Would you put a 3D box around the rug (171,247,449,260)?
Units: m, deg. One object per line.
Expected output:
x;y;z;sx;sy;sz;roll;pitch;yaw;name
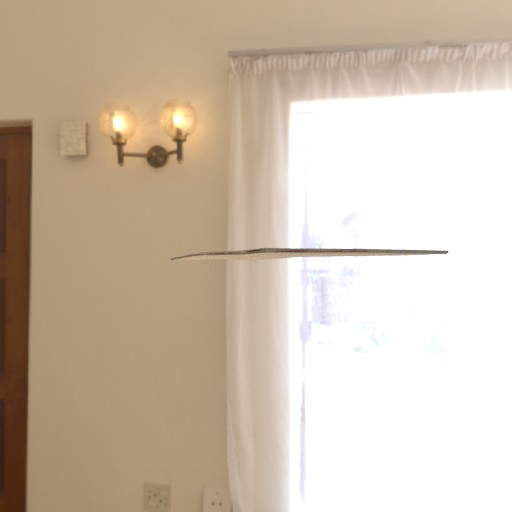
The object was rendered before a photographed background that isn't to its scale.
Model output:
0.000;0.000;2.559;0.692;0.032;2.320;0;-1;-18;rug
